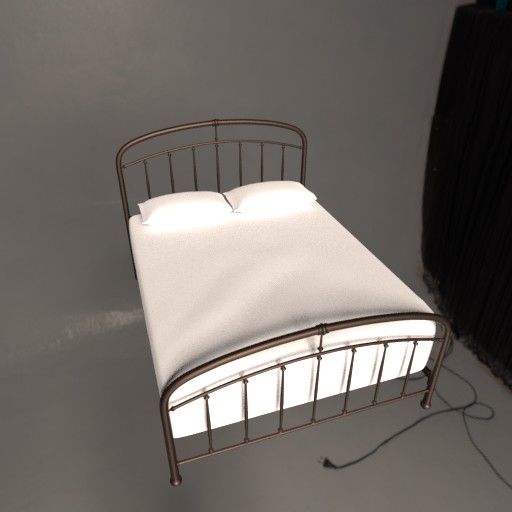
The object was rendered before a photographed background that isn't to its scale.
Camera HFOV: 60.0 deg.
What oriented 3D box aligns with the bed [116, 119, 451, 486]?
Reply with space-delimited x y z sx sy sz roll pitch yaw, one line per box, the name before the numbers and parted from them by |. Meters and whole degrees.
bed | 0.000 0.000 3.182 1.711 1.425 2.180 -10 33 -16
